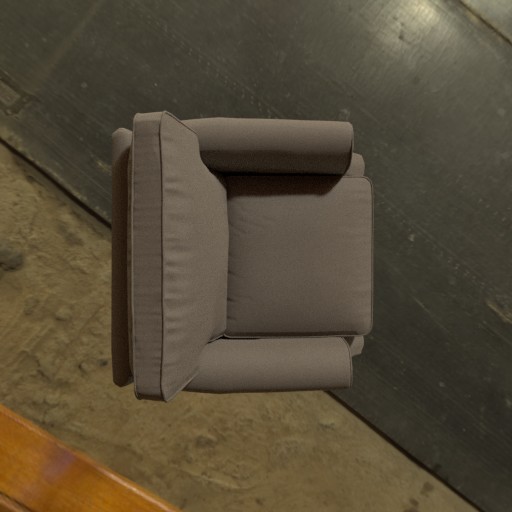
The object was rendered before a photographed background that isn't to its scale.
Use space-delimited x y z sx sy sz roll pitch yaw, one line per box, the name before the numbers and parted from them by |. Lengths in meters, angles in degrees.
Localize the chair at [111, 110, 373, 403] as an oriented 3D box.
chair | 0.000 0.000 1.748 0.966 0.967 1.029 0 91 -1
